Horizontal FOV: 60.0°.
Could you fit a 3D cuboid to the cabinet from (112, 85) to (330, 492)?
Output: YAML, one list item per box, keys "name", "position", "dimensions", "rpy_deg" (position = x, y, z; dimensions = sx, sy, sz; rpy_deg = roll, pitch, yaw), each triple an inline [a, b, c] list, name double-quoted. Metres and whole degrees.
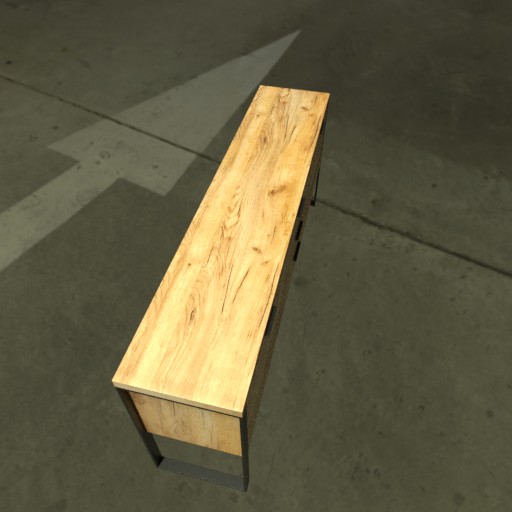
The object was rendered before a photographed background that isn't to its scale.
- name: "cabinet"
  position: [0.000, 0.000, 2.091]
  dimensions: [0.395, 0.762, 1.800]
  rpy_deg: [10, 48, 9]
